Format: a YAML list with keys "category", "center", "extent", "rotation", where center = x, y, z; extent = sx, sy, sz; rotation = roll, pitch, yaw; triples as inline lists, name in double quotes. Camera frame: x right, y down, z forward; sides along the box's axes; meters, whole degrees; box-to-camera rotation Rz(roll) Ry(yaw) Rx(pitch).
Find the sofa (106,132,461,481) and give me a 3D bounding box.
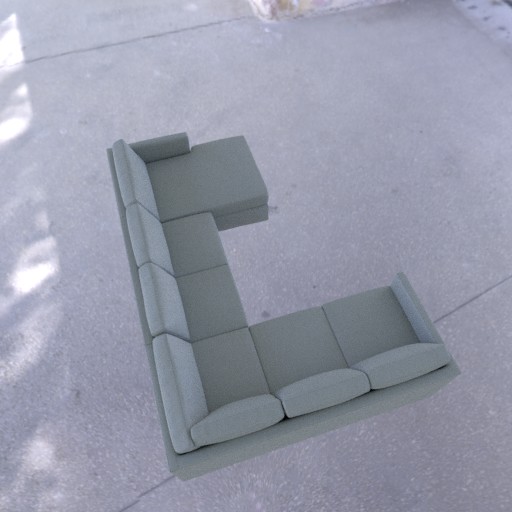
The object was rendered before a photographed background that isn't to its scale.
- category: "sofa"
  center: [0.000, 0.000, 4.481]
  extent: [2.427, 0.882, 3.460]
  rotation: [-15, 59, -9]
